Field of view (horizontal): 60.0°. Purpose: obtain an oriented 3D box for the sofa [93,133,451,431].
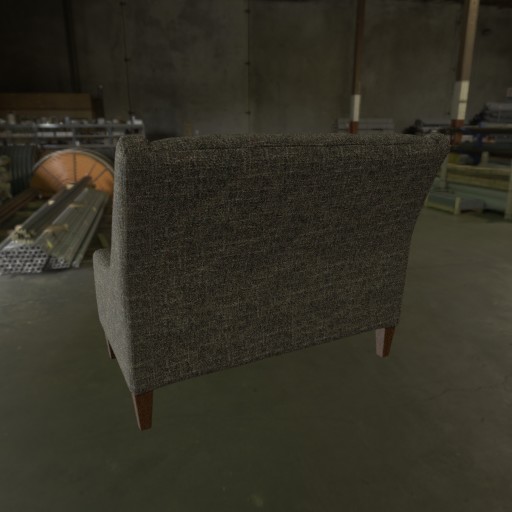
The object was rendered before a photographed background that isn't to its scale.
[{"bbox_3d":[0.000,0.000,1.892,1.242,1.021,0.870,-8,18,-26],"label":"sofa"}]
